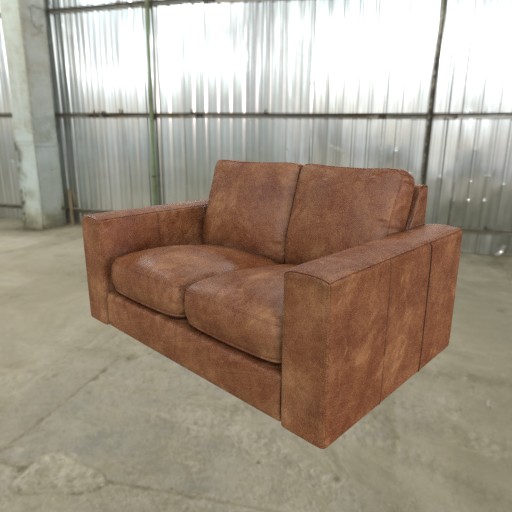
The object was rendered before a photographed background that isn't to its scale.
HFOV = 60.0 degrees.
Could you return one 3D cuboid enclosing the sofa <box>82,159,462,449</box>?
[{"bbox_3d":[0.000,0.000,2.225,1.626,0.889,1.041,14,21,42],"label":"sofa"}]
